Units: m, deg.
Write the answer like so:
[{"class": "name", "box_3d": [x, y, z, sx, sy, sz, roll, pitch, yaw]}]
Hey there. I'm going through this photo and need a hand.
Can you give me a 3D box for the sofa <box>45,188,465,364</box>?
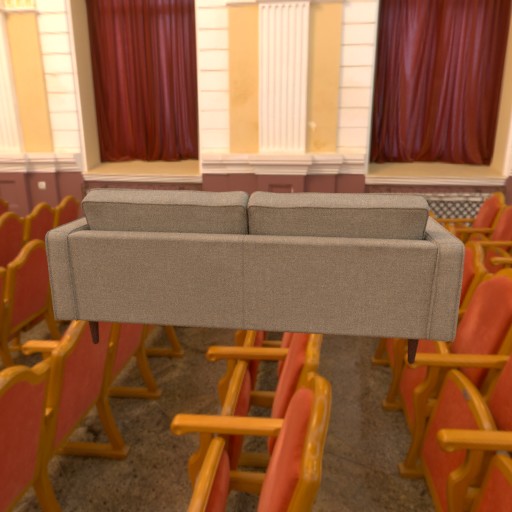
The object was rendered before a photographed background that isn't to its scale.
[{"class": "sofa", "box_3d": [0.000, 0.000, 2.388, 1.879, 0.762, 0.914, 2, 16, 7]}]
